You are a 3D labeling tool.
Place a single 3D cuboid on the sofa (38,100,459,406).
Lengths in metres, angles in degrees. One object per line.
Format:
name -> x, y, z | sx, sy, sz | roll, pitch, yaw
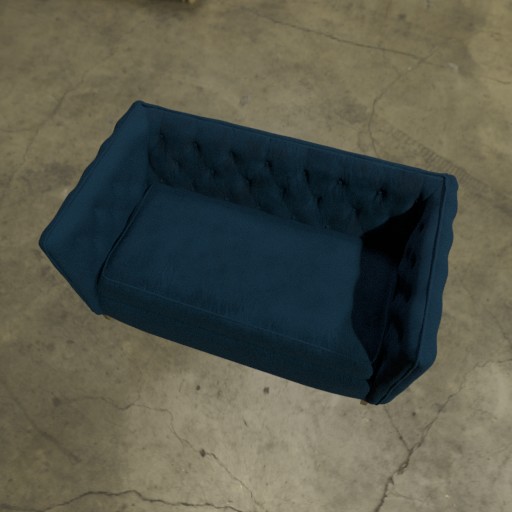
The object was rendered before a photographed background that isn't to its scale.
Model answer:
sofa -> 0.000, 0.000, 2.133 | 1.583, 0.810, 0.909 | 16, 61, 9
